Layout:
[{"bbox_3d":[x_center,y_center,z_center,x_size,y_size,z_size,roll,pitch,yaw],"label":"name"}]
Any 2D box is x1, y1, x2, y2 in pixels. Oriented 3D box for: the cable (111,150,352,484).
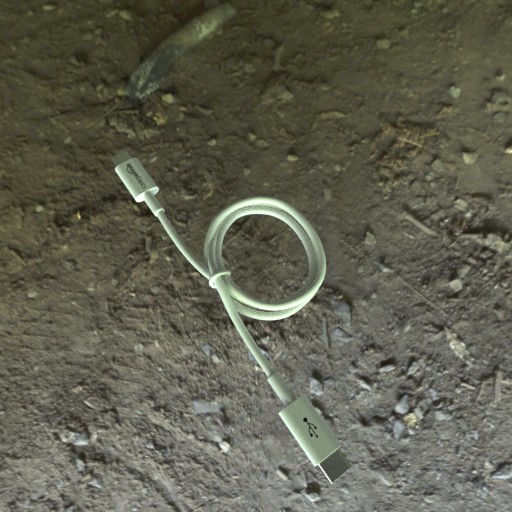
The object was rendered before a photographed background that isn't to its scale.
[{"bbox_3d":[0.000,0.000,0.224,0.070,0.014,0.203,-32,67,-15],"label":"cable"}]
